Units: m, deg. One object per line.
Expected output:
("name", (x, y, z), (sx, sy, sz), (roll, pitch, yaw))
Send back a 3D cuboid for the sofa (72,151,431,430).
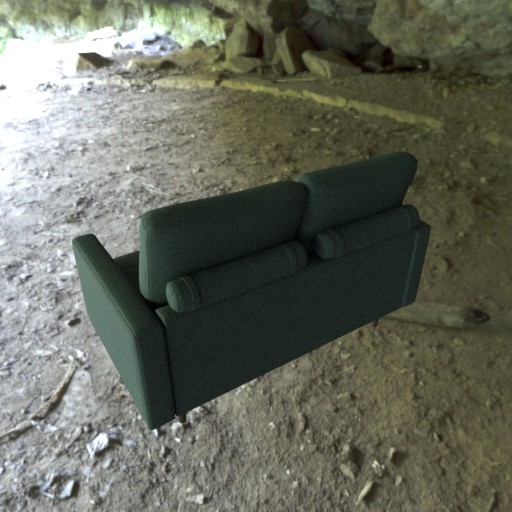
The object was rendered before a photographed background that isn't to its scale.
("sofa", (0.000, 0.000, 2.009), (1.407, 0.907, 0.842), (-18, 35, -29))
